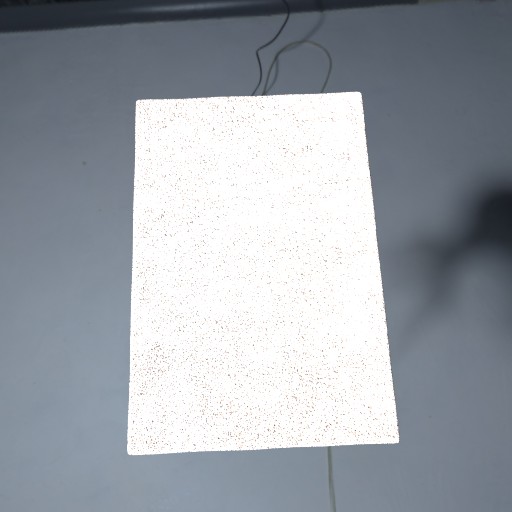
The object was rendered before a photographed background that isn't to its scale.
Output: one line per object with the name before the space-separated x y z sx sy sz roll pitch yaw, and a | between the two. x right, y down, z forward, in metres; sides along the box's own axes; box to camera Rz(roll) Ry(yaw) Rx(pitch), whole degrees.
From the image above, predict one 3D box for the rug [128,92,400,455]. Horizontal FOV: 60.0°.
rug | 0.000 0.000 2.193 1.219 0.030 1.778 -2 76 -1
